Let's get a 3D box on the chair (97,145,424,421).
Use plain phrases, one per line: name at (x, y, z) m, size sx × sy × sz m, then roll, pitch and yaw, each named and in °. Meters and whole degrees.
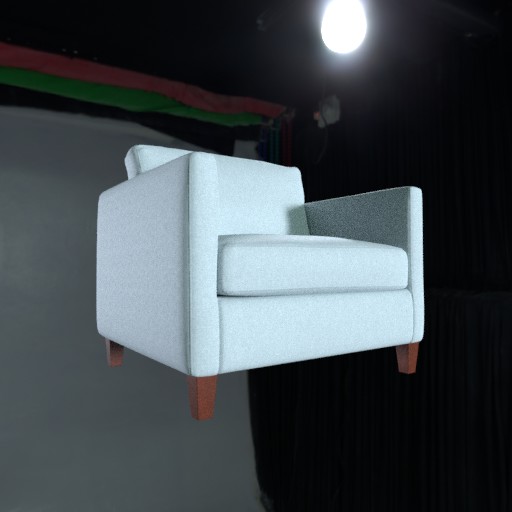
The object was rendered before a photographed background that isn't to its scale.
chair at (0.000, 0.000, 1.896) m, size 1.107 × 0.961 × 0.953 m, roll 1°, pitch -1°, yaw -35°
